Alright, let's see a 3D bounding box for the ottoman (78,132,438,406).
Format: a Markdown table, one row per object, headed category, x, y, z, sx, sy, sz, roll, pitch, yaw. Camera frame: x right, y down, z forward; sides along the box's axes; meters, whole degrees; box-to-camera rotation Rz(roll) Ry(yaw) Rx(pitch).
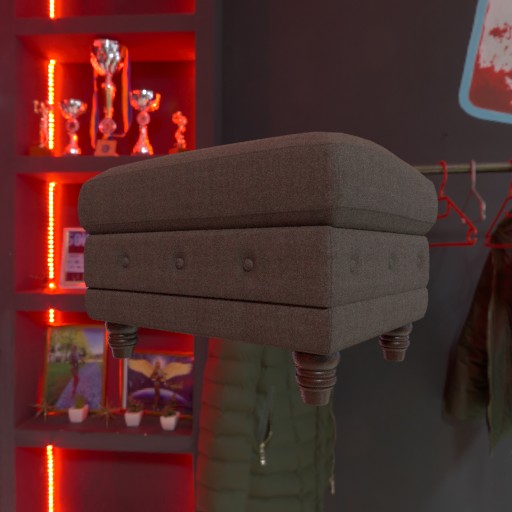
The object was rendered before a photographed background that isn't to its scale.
| category | x | y | z | sx | sy | sz | roll | pitch | yaw |
| --- | --- | --- | --- | --- | --- | --- | --- | --- | --- |
| ottoman | 0.000 | 0.000 | 1.211 | 0.809 | 0.555 | 0.599 | 0 | 1 | 37 |
